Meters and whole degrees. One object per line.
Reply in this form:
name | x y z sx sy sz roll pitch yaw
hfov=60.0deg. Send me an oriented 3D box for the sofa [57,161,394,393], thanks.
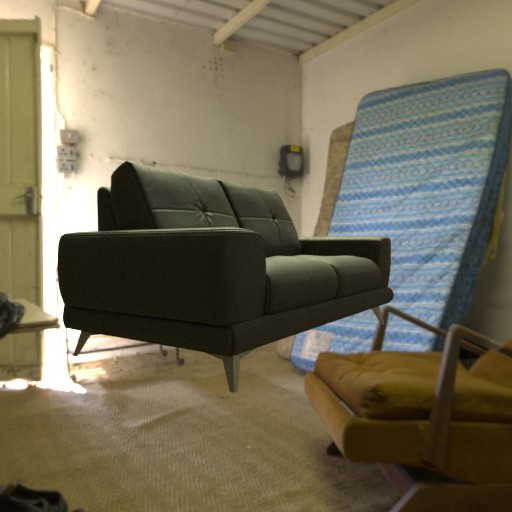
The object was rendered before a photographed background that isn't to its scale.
sofa | 0.000 0.000 2.454 1.018 0.907 1.806 1 1 34
